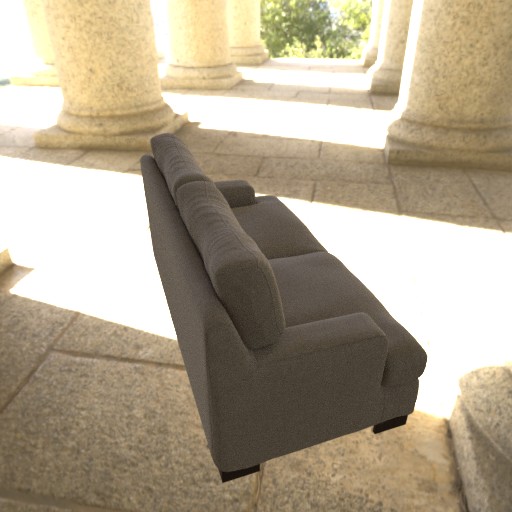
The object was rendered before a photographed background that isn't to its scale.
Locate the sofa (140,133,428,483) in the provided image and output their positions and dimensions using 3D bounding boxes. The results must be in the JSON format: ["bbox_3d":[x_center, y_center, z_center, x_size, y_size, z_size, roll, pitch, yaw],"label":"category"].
[{"bbox_3d":[0.000,0.000,2.407,0.962,0.980,1.855,-10,32,-16],"label":"sofa"}]
